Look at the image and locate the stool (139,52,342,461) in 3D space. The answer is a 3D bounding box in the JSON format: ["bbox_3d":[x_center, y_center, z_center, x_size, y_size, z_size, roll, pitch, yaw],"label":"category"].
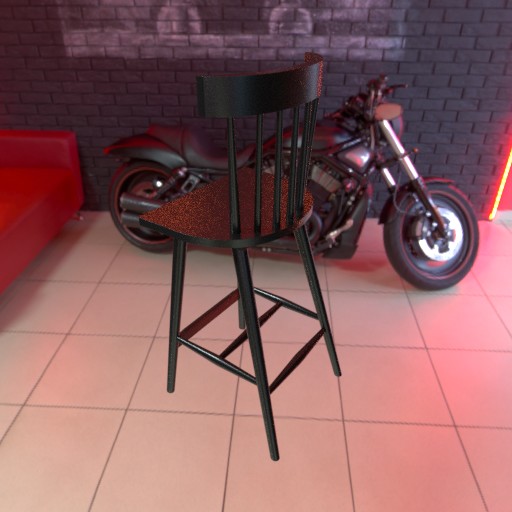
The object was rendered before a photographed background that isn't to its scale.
[{"bbox_3d":[0.000,0.000,1.347,0.483,1.092,0.482,21,37,30],"label":"stool"}]
